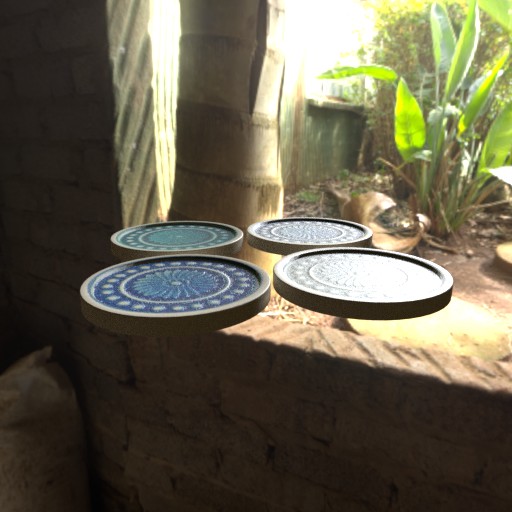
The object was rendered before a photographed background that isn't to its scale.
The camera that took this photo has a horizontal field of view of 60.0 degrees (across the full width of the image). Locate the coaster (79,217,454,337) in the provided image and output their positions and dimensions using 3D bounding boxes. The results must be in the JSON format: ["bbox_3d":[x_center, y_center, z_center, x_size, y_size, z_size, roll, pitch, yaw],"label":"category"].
[{"bbox_3d":[0.000,0.000,0.324,0.220,0.010,0.224,-3,16,-9],"label":"coaster"}]
